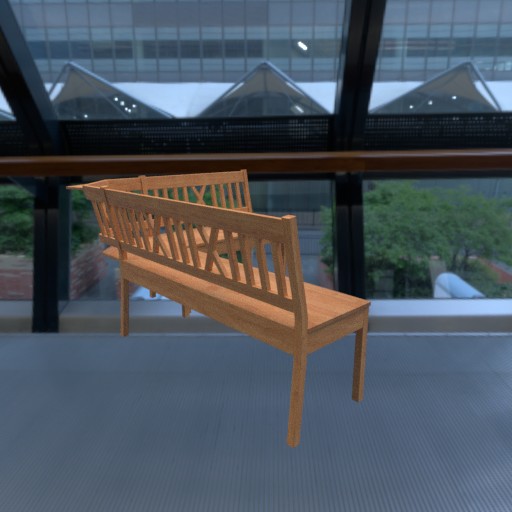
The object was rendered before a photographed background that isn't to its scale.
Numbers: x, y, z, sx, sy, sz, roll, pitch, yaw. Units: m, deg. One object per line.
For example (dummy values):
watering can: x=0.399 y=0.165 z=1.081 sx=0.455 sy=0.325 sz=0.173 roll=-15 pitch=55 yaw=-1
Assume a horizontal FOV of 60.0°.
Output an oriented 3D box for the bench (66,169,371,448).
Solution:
bench: x=0.000 y=0.000 z=2.747 sx=1.537 sy=0.902 sz=1.937 roll=-13 pitch=20 yaw=-42
